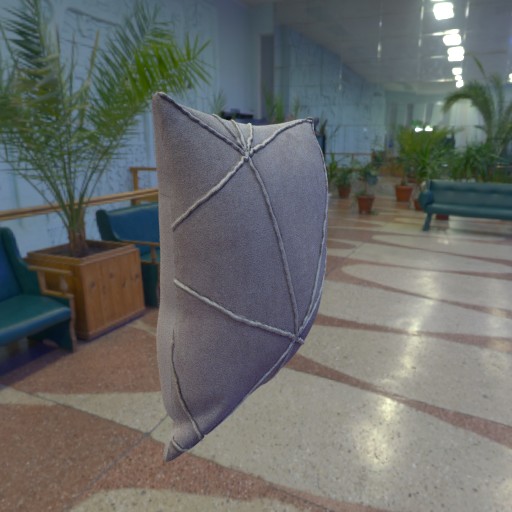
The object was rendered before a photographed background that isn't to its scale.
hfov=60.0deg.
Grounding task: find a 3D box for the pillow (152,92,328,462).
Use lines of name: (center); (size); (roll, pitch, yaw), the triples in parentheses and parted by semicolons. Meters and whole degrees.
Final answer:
pillow: (0.000, 0.000, 0.681); (0.185, 0.440, 0.439); (8, 17, 28)
